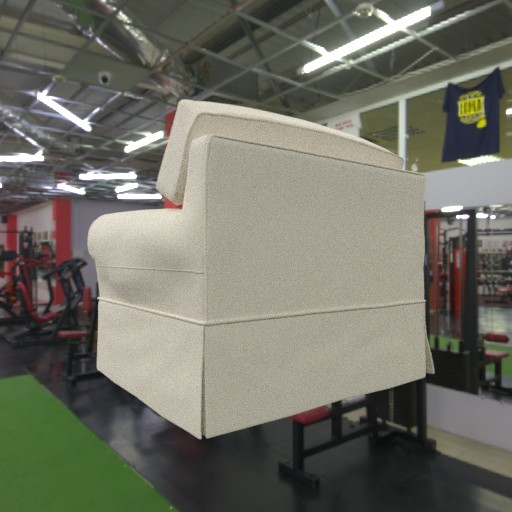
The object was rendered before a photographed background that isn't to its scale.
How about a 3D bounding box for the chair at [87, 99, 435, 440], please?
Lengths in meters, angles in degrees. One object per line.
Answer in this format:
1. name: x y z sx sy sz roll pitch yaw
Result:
1. chair: 0.000 0.000 1.775 1.099 0.958 0.904 0 0 -37
